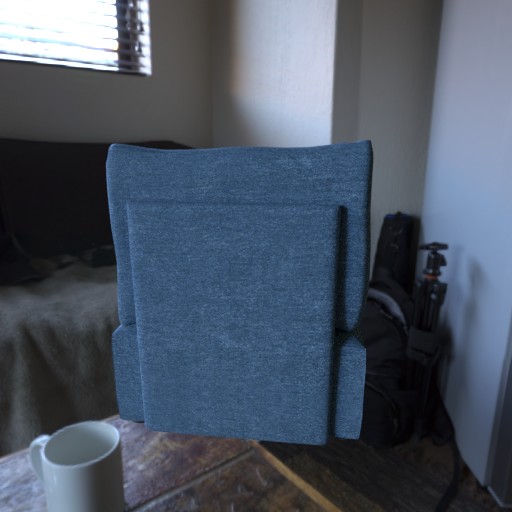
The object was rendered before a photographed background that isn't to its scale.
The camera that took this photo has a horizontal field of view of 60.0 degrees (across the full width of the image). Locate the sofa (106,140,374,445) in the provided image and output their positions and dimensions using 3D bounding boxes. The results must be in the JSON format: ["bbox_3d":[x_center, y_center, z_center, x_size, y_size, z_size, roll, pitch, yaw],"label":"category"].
[{"bbox_3d":[0.000,0.000,1.603,0.700,0.820,1.000,2,15,7],"label":"sofa"}]
